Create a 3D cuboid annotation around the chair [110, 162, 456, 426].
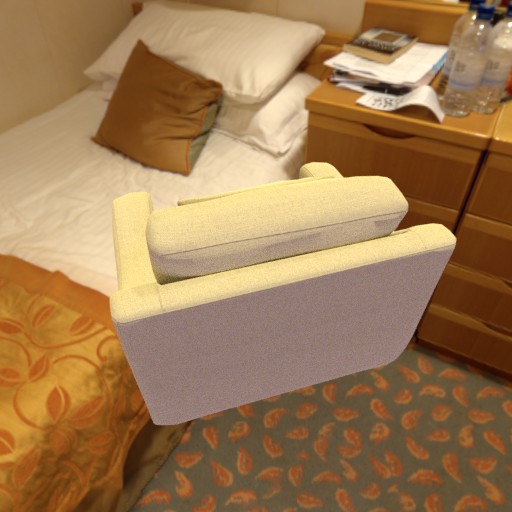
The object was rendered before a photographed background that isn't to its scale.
[{"bbox_3d":[0.000,0.000,1.967,1.178,1.016,1.009,-12,44,-13],"label":"chair"}]
